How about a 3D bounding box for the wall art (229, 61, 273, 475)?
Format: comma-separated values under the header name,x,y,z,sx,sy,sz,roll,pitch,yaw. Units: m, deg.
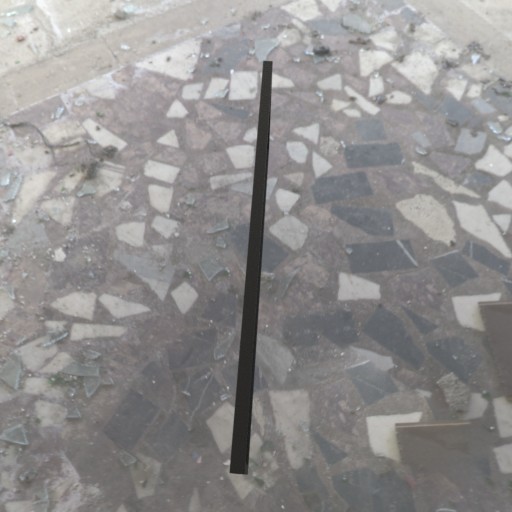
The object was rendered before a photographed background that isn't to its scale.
name,x,y,z,sx,sy,sz,roll,pitch,yaw
wall art,0.000,0.000,1.776,0.041,0.554,1.572,3,64,2
